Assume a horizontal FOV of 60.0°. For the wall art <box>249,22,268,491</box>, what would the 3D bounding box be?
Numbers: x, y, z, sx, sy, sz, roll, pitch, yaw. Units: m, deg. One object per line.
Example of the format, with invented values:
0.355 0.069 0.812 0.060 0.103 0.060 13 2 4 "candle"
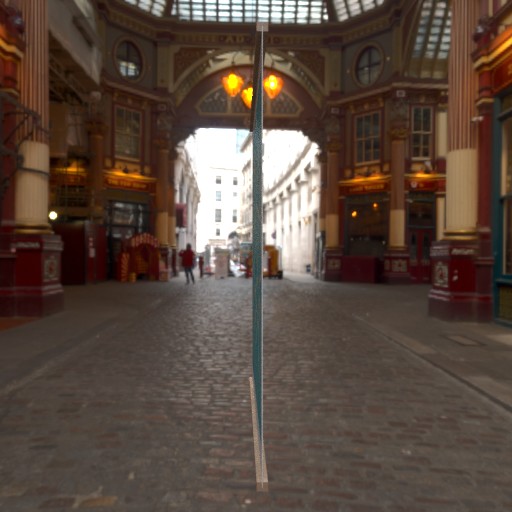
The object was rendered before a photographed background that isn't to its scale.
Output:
0.000 0.000 0.682 0.012 0.508 0.405 0 1 -2 "wall art"
